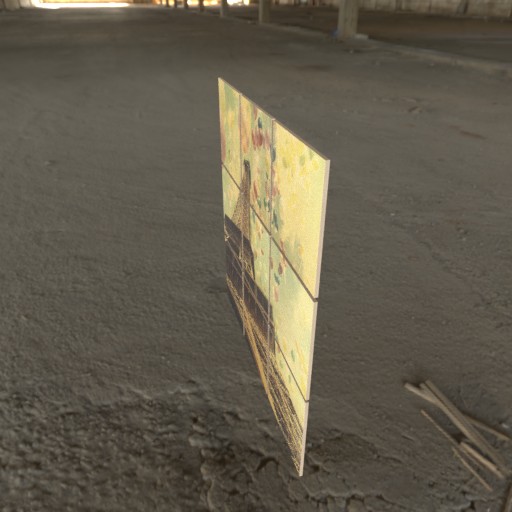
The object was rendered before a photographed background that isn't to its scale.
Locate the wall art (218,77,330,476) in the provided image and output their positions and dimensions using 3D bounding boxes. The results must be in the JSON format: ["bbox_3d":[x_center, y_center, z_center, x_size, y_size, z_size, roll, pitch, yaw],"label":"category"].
[{"bbox_3d":[0.000,0.000,1.850,0.013,1.218,1.219,-8,32,-14],"label":"wall art"}]
